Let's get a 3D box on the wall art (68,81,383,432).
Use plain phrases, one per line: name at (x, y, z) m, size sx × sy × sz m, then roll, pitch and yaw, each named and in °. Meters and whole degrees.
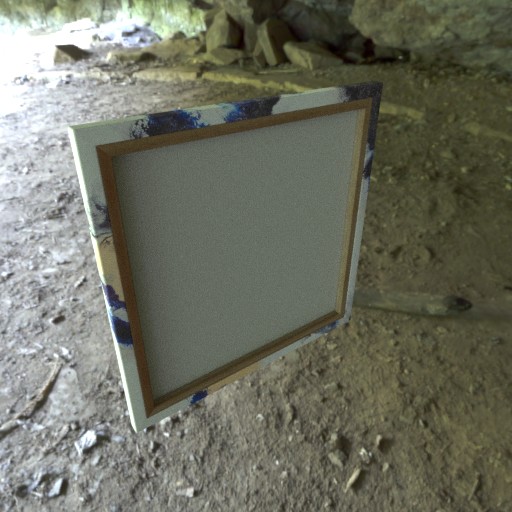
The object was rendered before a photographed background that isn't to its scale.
wall art at (0.000, 0.000, 1.306) m, size 0.887 × 0.885 × 0.038 m, roll -20°, pitch 36°, yaw -30°
